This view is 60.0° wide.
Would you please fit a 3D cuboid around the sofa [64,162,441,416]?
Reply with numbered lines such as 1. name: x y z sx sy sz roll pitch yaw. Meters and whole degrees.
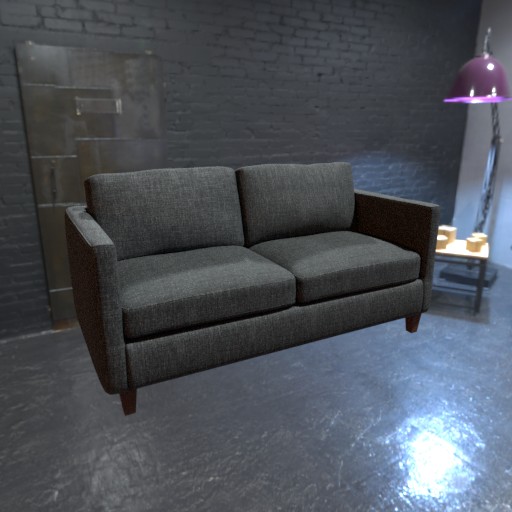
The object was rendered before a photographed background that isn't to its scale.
1. sofa: 0.000 0.000 2.493 1.884 0.963 0.950 -8 18 -27
